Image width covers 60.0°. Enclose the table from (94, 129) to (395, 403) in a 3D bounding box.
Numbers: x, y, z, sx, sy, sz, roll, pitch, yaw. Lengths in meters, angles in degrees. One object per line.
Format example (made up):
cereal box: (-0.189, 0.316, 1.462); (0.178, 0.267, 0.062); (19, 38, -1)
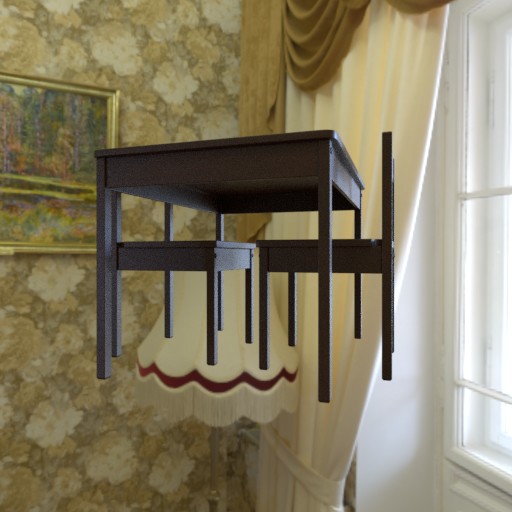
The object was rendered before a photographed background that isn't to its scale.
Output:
table: (0.000, 0.000, 1.130); (0.672, 0.503, 0.650); (0, 0, 18)
